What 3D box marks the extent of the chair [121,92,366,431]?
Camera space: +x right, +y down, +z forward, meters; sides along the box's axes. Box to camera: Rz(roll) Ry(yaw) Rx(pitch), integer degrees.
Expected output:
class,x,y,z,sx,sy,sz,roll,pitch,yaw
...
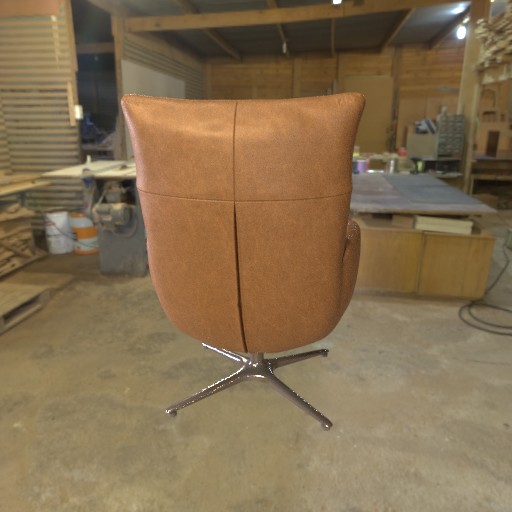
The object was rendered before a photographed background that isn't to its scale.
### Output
class,x,y,z,sx,sy,sz,roll,pitch,yaw
chair,0.000,0.000,1.540,0.711,1.027,0.794,2,17,7
